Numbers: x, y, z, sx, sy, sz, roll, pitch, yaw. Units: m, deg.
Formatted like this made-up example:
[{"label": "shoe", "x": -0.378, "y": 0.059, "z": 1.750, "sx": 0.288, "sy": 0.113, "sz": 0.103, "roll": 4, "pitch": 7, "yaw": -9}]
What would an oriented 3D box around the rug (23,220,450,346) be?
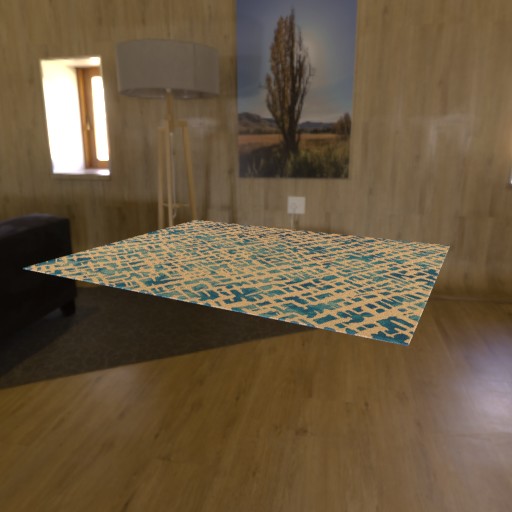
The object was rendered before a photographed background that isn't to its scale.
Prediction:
[{"label": "rug", "x": 0.000, "y": 0.000, "z": 3.959, "sx": 3.007, "sy": 0.007, "sz": 2.435, "roll": 8, "pitch": 17, "yaw": 27}]
